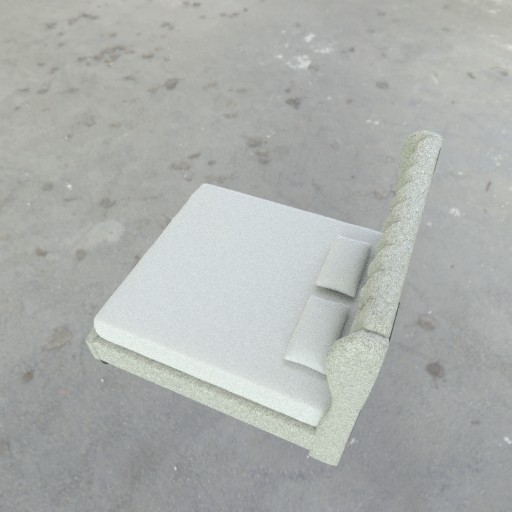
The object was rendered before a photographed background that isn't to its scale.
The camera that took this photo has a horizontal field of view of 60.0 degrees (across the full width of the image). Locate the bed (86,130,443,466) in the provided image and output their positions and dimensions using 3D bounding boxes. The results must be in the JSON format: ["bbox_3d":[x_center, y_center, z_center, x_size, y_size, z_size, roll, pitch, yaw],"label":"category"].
[{"bbox_3d":[0.000,0.000,3.809,2.347,1.771,2.219,18,50,15],"label":"bed"}]
